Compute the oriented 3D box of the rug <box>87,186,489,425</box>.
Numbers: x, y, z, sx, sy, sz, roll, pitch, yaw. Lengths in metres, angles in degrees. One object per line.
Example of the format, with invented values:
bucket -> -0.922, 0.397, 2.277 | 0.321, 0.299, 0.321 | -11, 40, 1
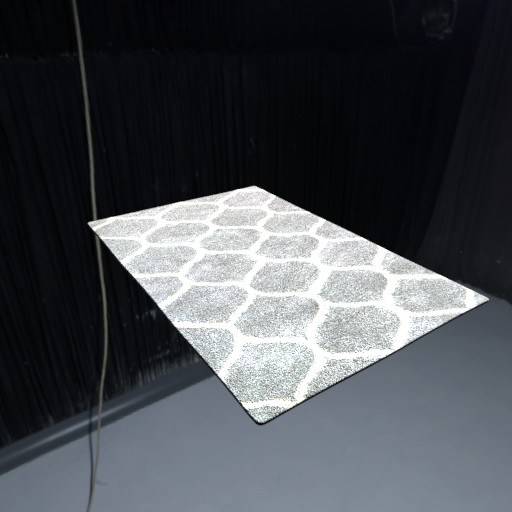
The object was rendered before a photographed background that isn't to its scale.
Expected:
rug -> 0.000, 0.000, 3.382 | 1.801, 0.026, 2.701 | -17, 32, -30
